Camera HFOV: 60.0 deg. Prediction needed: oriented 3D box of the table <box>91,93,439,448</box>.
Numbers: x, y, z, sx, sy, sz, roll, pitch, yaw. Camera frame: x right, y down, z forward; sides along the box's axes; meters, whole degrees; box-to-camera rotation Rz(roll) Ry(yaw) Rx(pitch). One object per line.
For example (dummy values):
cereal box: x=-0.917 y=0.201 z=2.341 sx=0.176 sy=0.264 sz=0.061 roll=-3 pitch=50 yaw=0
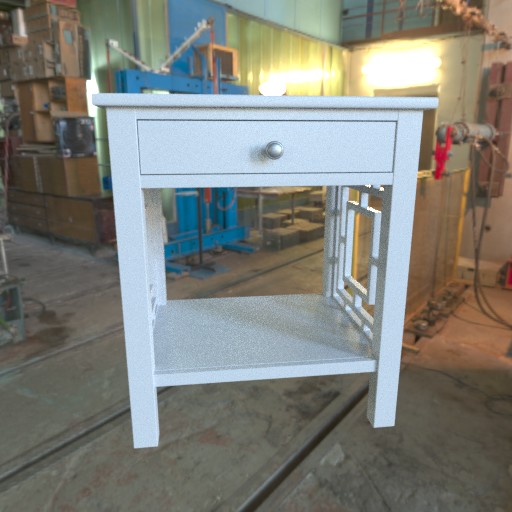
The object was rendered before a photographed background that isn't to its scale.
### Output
table: x=0.000 y=0.000 z=0.997 sx=0.564 sy=0.646 sz=0.451 roll=-2 pitch=15 yaw=-7
